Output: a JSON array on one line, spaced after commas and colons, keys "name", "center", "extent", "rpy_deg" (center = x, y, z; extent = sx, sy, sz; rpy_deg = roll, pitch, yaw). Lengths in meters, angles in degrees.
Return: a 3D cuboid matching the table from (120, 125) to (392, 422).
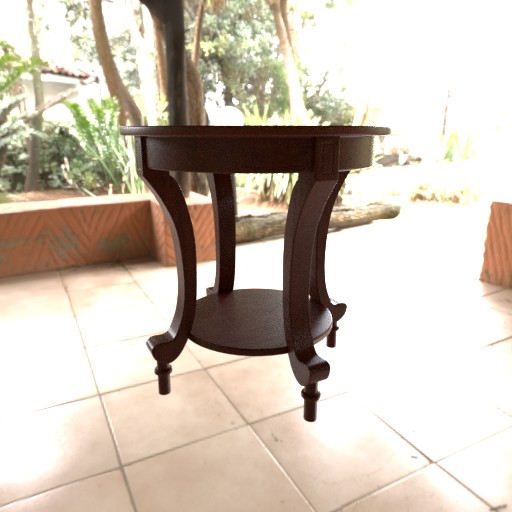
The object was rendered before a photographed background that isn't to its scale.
[{"name": "table", "center": [0.000, 0.000, 1.093], "extent": [0.597, 0.612, 0.597], "rpy_deg": [0, 16, 0]}]
